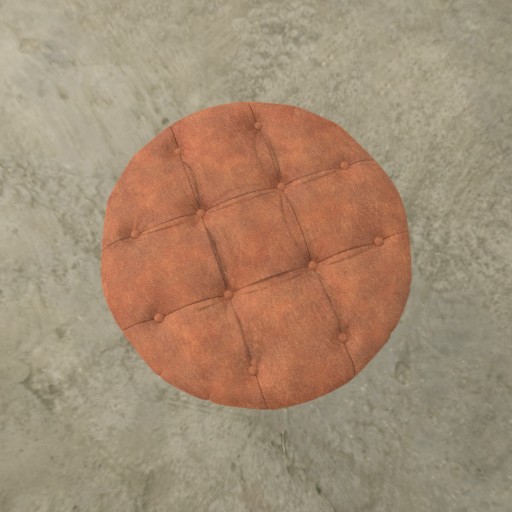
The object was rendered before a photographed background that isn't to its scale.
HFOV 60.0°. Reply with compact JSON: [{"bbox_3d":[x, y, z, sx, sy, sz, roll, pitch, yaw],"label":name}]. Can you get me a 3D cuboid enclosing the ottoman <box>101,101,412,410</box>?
[{"bbox_3d":[0.000,0.000,1.399,0.901,0.444,0.901,0,75,0],"label":"ottoman"}]
